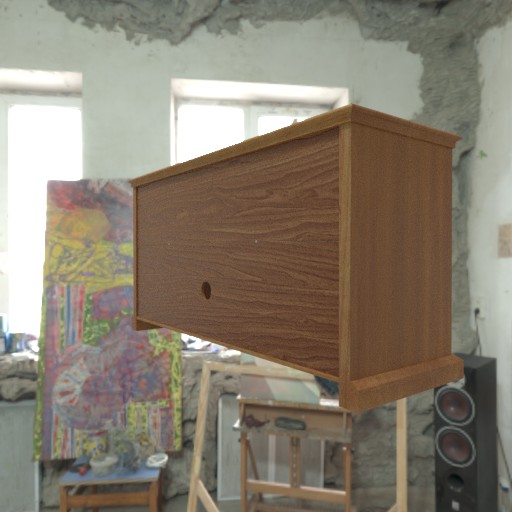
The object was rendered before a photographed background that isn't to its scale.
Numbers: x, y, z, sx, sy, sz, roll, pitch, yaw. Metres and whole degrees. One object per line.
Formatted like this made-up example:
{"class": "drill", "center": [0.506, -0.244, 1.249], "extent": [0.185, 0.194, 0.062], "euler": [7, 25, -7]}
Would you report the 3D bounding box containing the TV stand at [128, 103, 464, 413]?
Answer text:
{"class": "TV stand", "center": [0.000, 0.000, 1.457], "extent": [0.417, 0.607, 1.181], "euler": [0, 1, -37]}
